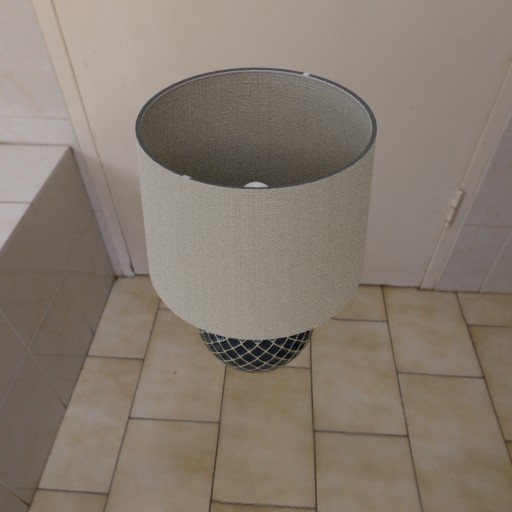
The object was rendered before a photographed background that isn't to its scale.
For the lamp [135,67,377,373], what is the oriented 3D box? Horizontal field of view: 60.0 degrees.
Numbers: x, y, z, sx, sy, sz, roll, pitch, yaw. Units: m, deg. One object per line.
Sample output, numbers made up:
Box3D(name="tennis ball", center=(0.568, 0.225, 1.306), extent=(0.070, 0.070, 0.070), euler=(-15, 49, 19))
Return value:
Box3D(name="lamp", center=(0.000, 0.000, 0.795), extent=(0.376, 0.540, 0.376), euler=(0, 46, 0))
